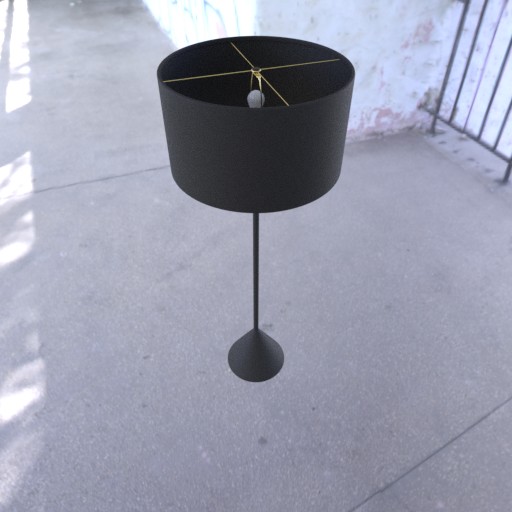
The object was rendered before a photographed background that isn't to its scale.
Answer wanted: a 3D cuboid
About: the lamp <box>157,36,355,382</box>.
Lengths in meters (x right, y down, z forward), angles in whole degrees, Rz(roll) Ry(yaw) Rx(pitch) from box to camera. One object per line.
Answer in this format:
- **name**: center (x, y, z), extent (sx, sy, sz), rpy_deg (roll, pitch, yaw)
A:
- **lamp**: center (0.000, 0.000, 1.825), extent (0.580, 1.526, 0.580), rpy_deg (-13, 44, -14)
